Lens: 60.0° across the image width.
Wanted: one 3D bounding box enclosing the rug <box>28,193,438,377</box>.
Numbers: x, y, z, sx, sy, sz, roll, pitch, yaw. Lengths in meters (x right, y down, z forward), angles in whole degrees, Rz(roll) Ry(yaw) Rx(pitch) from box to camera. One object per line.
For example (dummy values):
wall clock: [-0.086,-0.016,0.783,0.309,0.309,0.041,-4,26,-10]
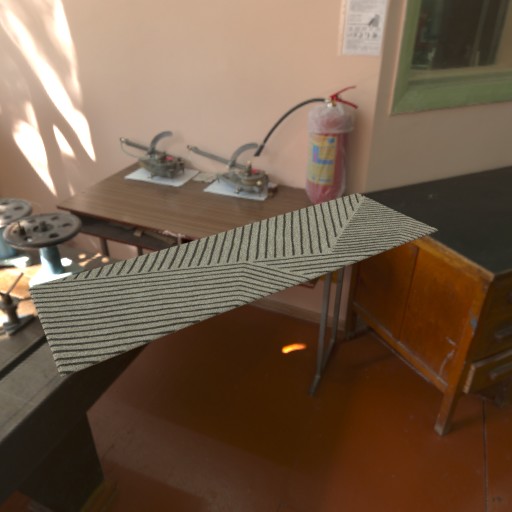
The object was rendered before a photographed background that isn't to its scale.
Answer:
rug: [0.000,0.000,2.690,2.439,0.020,0.773,-18,35,-28]
